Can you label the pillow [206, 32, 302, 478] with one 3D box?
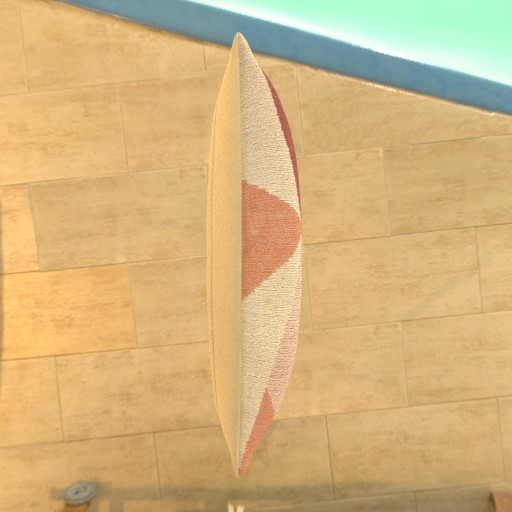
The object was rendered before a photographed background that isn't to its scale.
[{"bbox_3d":[0.000,0.000,0.740,0.155,0.292,0.609,0,91,0],"label":"pillow"}]
